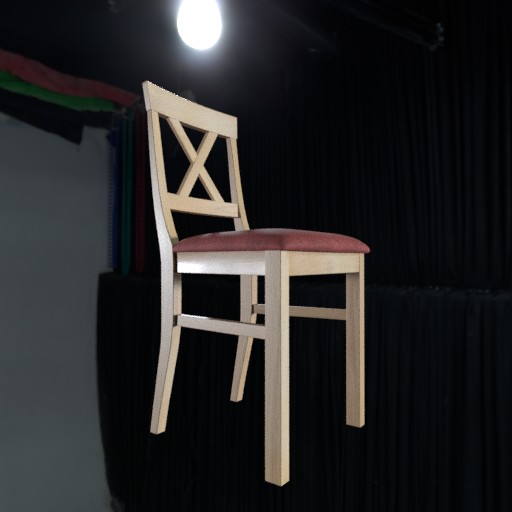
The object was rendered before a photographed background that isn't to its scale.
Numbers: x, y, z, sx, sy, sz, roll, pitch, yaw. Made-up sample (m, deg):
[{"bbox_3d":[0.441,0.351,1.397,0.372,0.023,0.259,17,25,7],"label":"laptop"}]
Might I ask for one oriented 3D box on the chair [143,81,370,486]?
[{"bbox_3d":[0.000,0.000,1.172,0.492,0.912,0.439,0,-1,37],"label":"chair"}]
